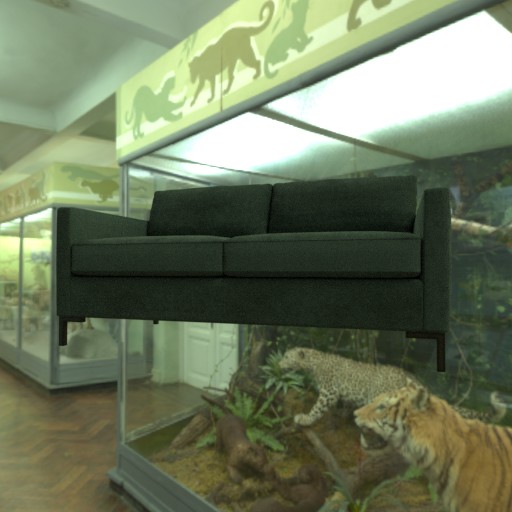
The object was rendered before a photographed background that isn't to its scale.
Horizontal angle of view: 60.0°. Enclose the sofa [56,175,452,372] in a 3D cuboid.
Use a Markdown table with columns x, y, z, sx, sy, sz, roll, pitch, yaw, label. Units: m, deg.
| x | y | z | sx | sy | sz | roll | pitch | yaw | label |
| --- | --- | --- | --- | --- | --- | --- | --- | --- | --- |
| 0.000 | 0.000 | 2.135 | 1.676 | 0.817 | 0.875 | 0 | -2 | 18 | sofa |
